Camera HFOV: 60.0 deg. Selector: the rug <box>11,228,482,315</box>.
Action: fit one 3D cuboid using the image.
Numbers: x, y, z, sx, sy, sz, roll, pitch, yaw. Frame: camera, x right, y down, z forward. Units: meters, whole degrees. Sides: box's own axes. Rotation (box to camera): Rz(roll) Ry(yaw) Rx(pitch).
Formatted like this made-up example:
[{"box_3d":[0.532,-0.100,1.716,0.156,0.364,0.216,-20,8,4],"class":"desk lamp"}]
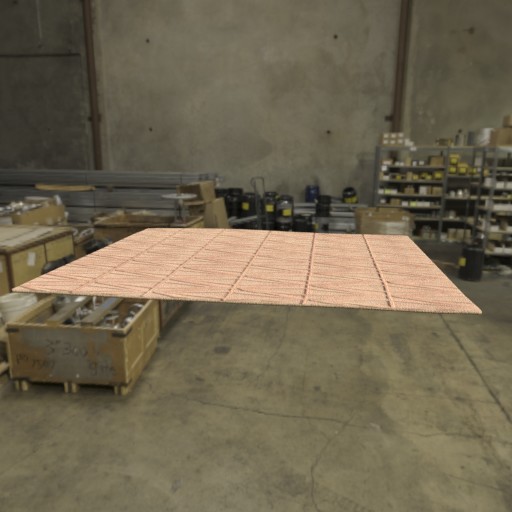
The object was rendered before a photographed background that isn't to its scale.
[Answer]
[{"box_3d":[0.000,0.000,3.986,3.052,0.043,2.453,2,14,8],"class":"rug"}]
